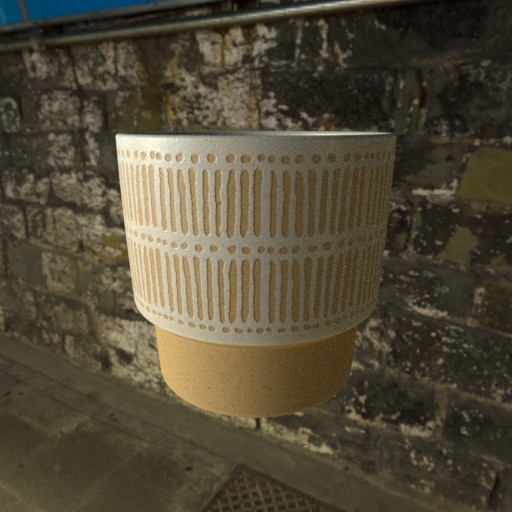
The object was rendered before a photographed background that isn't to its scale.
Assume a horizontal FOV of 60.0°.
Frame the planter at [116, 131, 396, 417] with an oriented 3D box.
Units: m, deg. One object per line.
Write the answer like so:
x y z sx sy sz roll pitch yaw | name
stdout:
0.000 0.000 0.564 0.317 0.303 0.317 0 16 0 | planter
